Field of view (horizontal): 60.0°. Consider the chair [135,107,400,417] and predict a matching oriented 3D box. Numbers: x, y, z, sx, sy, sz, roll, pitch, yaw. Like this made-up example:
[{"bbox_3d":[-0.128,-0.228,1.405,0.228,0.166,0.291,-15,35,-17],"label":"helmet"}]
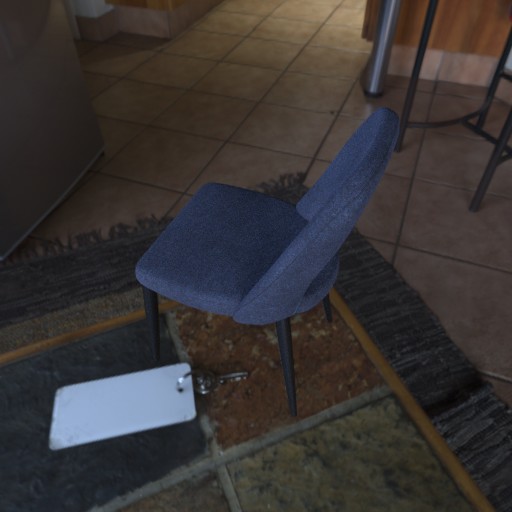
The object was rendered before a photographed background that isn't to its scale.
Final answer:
[{"bbox_3d":[0.000,0.000,1.309,0.612,0.931,0.470,17,49,16],"label":"chair"}]
